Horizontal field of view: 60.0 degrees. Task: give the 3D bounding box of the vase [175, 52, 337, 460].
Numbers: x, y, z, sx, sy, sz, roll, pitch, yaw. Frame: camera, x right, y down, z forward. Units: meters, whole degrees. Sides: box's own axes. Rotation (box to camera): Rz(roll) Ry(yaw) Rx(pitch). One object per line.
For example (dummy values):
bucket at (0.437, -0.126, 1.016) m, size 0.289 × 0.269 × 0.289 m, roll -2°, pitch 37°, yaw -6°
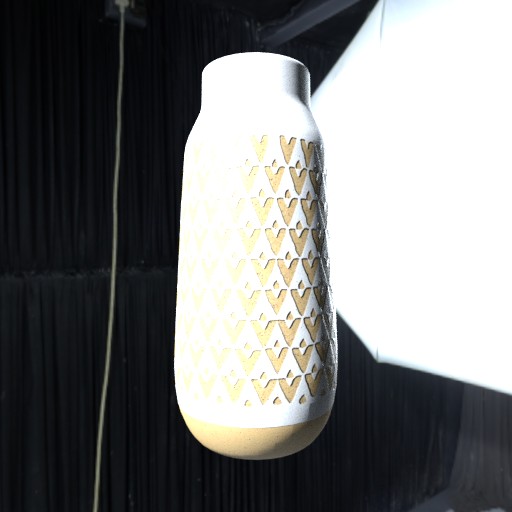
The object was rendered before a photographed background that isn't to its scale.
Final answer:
vase at (0.000, 0.000, 0.379) m, size 0.137 × 0.307 × 0.137 m, roll 0°, pitch 1°, yaw 0°
